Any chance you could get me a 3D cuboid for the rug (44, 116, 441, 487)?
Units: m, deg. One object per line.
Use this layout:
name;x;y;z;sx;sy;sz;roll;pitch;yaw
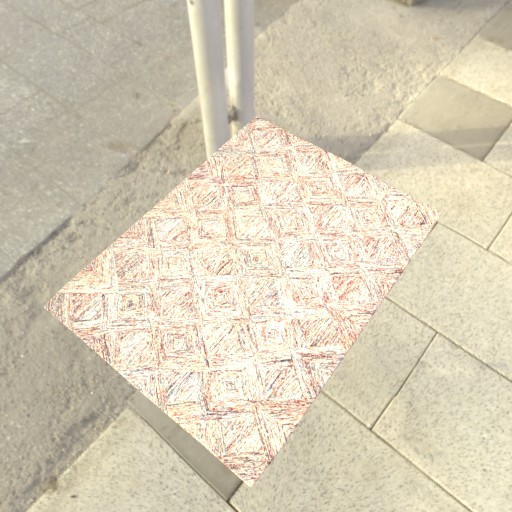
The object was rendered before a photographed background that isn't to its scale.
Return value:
rug;0.000;0.000;4.320;2.436;0.024;3.226;33;64;19
